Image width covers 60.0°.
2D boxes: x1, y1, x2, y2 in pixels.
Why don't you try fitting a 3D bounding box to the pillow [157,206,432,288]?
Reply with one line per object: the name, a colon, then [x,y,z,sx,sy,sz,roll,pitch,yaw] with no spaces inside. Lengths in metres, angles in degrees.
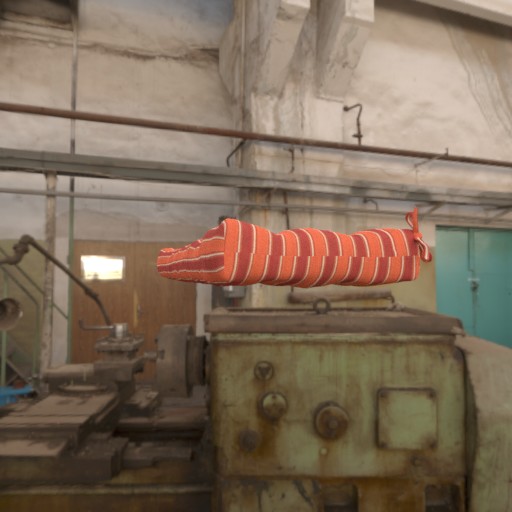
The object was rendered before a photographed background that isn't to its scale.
pillow: [0.000,0.000,1.393,0.511,0.174,1.194,1,-2,-18]
